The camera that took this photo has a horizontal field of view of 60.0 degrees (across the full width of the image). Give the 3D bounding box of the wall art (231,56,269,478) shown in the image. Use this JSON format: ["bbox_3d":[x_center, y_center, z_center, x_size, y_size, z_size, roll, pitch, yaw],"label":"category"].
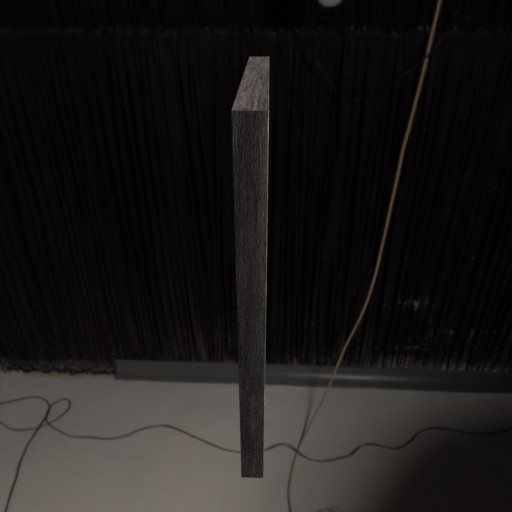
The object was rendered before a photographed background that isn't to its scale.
[{"bbox_3d":[0.000,0.000,1.332,0.063,1.016,0.762,1,30,1],"label":"wall art"}]
